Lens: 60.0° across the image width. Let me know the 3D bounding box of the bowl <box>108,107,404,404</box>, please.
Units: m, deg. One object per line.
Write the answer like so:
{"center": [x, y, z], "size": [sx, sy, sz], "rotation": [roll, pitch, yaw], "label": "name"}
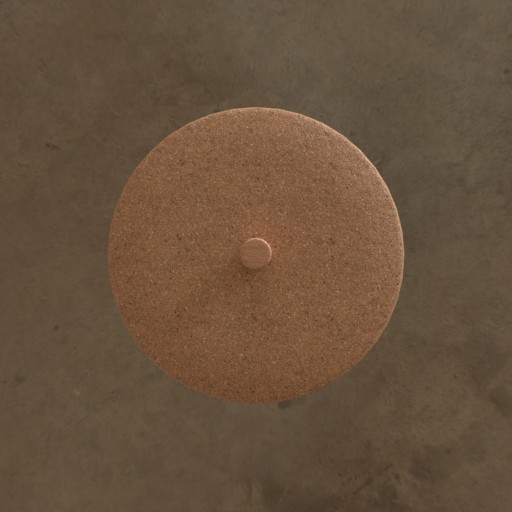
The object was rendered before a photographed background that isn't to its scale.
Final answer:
{"center": [0.000, 0.000, 0.222], "size": [0.126, 0.110, 0.126], "rotation": [0, 89, 0], "label": "bowl"}
